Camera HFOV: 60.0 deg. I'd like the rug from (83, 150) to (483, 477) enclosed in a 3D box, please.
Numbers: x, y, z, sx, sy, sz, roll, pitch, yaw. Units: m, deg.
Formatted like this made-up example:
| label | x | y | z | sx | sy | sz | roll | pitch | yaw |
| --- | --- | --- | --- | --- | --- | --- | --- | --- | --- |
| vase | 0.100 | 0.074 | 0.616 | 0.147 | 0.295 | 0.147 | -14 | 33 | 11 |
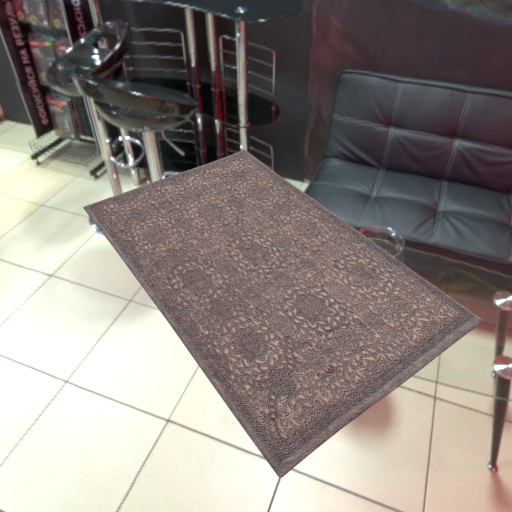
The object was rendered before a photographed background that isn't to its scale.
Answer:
| label | x | y | z | sx | sy | sz | roll | pitch | yaw |
| --- | --- | --- | --- | --- | --- | --- | --- | --- | --- |
| rug | 0.000 | 0.000 | 3.041 | 1.535 | 0.022 | 2.498 | -26 | 49 | -25 |
